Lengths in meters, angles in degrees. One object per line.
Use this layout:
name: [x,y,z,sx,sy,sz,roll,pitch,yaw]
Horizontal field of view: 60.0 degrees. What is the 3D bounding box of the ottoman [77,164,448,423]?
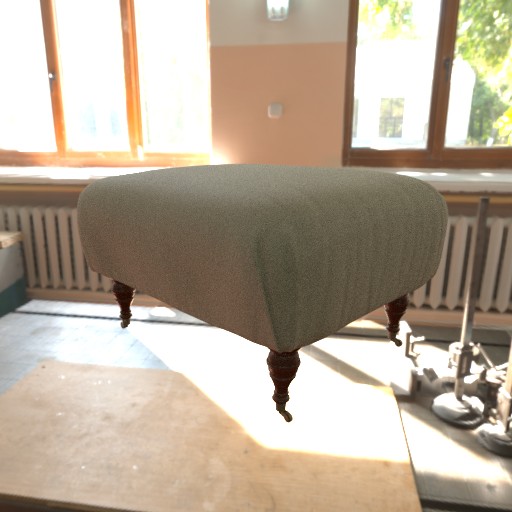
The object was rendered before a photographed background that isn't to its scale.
ottoman: [0.000,0.000,1.124,0.746,0.450,0.639,14,21,42]
